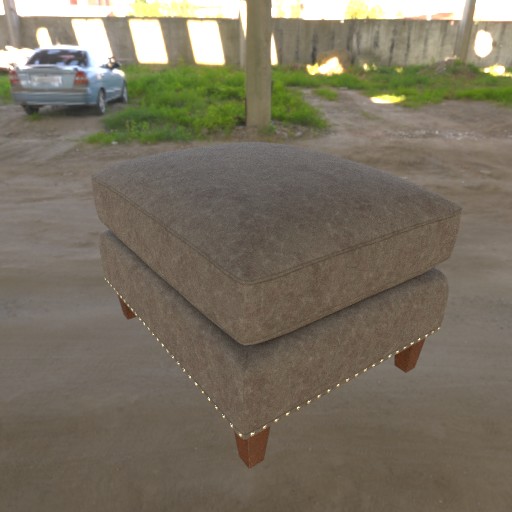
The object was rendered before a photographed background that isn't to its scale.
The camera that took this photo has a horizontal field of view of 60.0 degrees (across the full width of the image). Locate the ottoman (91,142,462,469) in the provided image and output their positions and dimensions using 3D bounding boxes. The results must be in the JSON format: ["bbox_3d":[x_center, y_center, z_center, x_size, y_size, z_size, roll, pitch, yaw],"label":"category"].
[{"bbox_3d":[0.000,0.000,1.128,0.584,0.513,0.741,-17,30,-32],"label":"ottoman"}]
